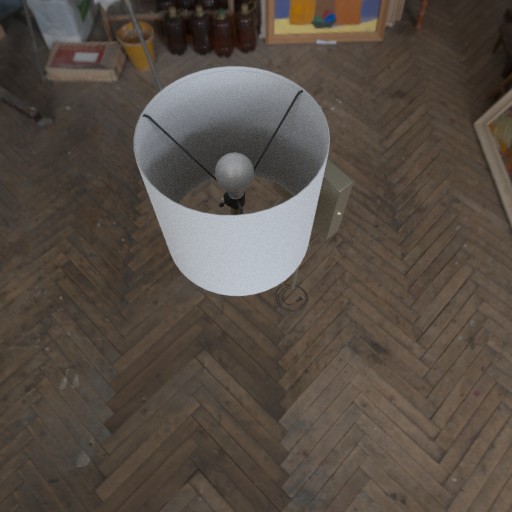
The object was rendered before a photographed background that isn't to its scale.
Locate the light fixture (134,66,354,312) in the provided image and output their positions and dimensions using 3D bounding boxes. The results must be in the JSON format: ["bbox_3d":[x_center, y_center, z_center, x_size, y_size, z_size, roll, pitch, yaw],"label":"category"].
[{"bbox_3d":[0.000,0.000,0.696,0.248,0.589,0.188,-36,68,-17],"label":"light fixture"}]
